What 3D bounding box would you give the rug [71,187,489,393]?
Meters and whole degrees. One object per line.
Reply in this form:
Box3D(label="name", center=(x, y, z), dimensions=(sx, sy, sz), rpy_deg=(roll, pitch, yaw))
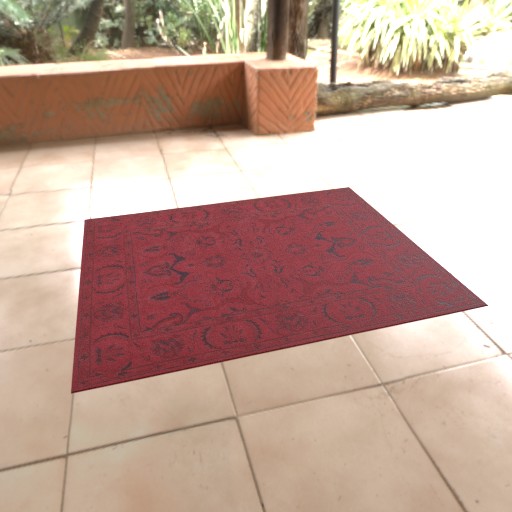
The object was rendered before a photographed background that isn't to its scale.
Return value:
Box3D(label="rug", center=(0.000, 0.000, 3.875), dimensions=(2.929, 0.012, 2.300), rpy_deg=(-9, 33, -14))
